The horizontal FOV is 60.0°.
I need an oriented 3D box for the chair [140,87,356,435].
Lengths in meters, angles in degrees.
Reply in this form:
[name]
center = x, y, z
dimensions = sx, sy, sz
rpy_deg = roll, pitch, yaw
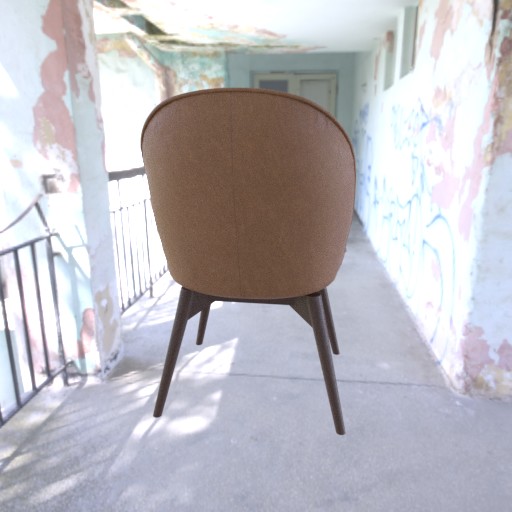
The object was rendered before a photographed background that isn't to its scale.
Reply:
[chair]
center = 0.000, 0.000, 1.241
dimensions = 0.521, 0.831, 0.631
rpy_deg = 2, 16, 8
